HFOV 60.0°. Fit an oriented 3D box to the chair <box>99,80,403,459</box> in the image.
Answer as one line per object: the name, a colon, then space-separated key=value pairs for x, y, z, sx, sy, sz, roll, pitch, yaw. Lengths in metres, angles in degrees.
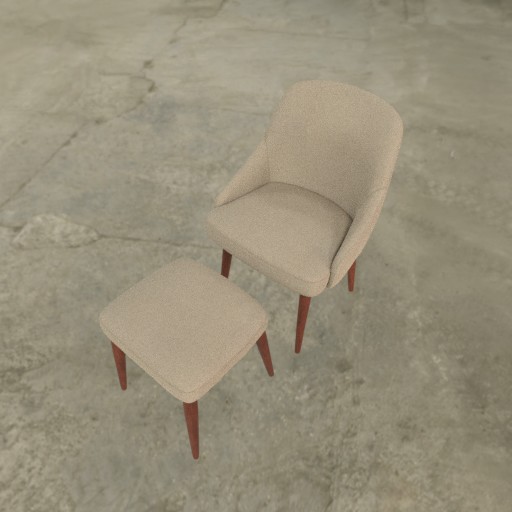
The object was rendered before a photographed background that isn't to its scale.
chair: x=0.000 y=0.000 z=1.593 sx=0.584 sy=0.866 sz=1.114 roll=31 pitch=53 yaw=27
